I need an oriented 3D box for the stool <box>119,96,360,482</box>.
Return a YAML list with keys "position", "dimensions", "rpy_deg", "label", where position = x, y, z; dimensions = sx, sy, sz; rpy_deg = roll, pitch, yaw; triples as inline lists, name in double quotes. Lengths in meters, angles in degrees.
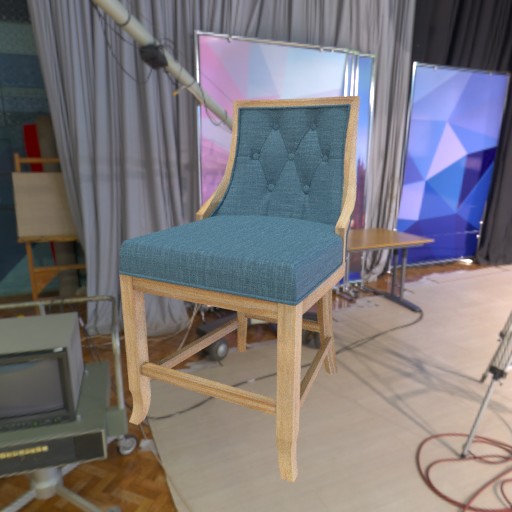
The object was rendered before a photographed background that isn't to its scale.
- position: [0.000, 0.000, 1.342]
  dimensions: [0.524, 0.938, 0.626]
  rpy_deg: [8, 17, 26]
  label: "stool"
